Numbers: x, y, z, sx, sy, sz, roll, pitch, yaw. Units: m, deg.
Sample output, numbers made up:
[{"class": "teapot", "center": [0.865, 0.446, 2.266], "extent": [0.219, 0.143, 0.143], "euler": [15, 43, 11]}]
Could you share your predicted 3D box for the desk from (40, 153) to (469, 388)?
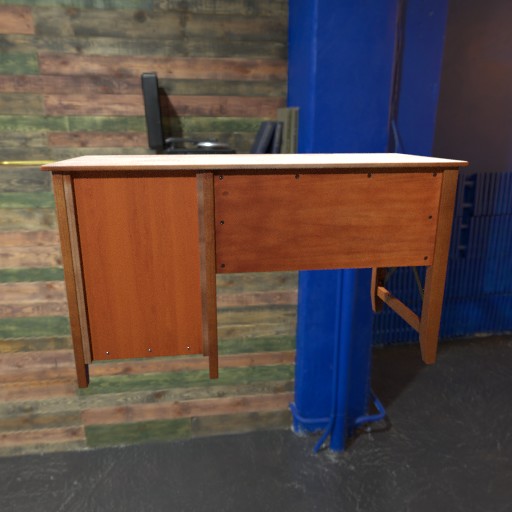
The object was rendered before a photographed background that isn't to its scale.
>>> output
[{"class": "desk", "center": [0.000, 0.000, 1.752], "extent": [1.353, 0.756, 0.574], "euler": [-2, 16, -7]}]
